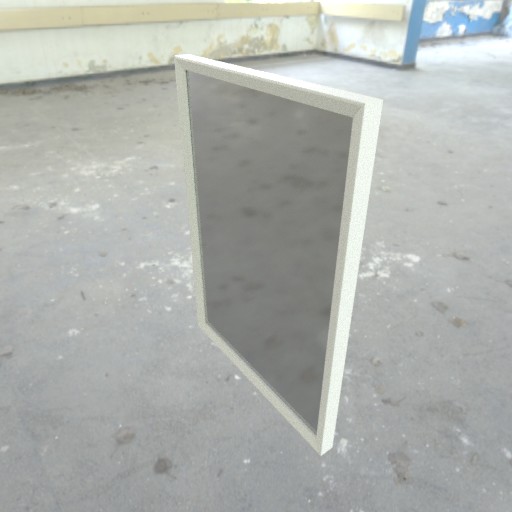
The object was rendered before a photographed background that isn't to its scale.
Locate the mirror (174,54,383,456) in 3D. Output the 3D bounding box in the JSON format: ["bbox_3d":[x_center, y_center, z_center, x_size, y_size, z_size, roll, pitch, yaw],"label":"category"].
[{"bbox_3d":[0.000,0.000,0.916,0.039,0.710,0.507,-21,38,-30],"label":"mirror"}]
